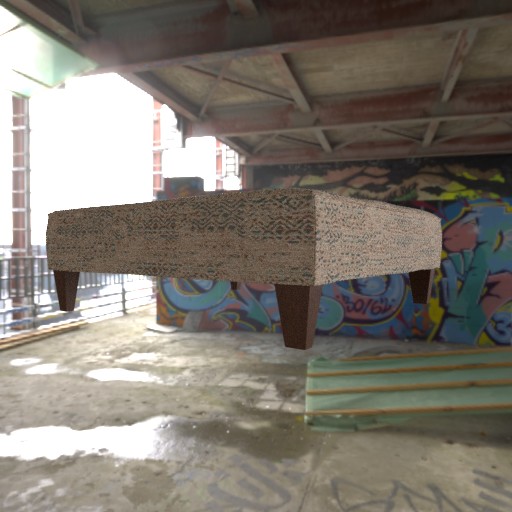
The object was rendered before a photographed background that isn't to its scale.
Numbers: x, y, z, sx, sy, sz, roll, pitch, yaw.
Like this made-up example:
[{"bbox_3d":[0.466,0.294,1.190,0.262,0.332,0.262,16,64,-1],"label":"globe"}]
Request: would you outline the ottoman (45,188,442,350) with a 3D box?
[{"bbox_3d":[0.000,0.000,1.536,1.004,0.356,0.968,1,2,36],"label":"ottoman"}]
